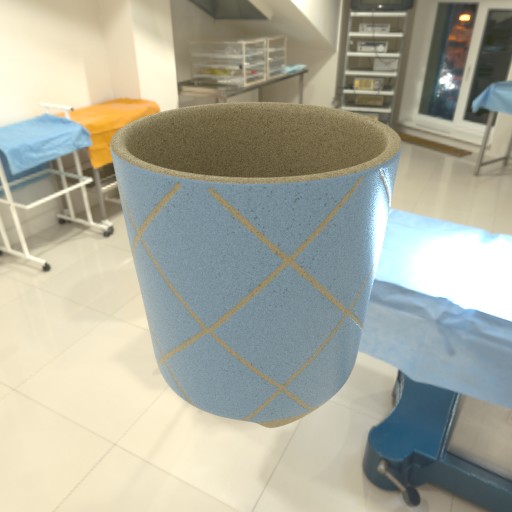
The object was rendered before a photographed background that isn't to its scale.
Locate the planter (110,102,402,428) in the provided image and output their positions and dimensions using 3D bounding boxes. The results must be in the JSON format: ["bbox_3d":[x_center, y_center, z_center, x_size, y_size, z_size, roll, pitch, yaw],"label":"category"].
[{"bbox_3d":[0.000,0.000,0.417,0.227,0.235,0.227,0,31,0],"label":"planter"}]
